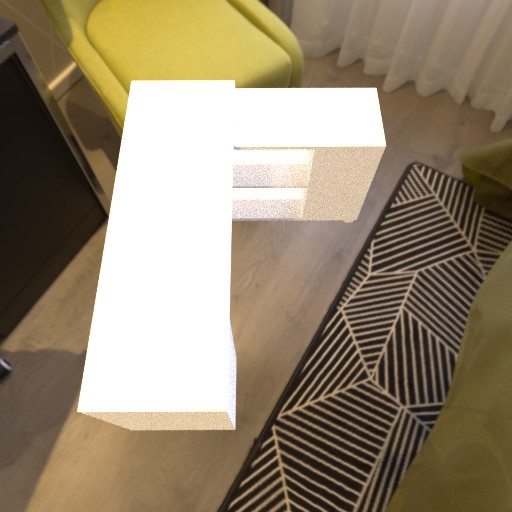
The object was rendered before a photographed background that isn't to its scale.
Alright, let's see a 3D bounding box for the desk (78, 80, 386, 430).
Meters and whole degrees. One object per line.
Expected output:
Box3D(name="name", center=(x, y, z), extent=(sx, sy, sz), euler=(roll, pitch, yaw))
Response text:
Box3D(name="desk", center=(0.000, 0.000, 2.157), extent=(1.199, 0.759, 1.524), euler=(0, 64, 0))
